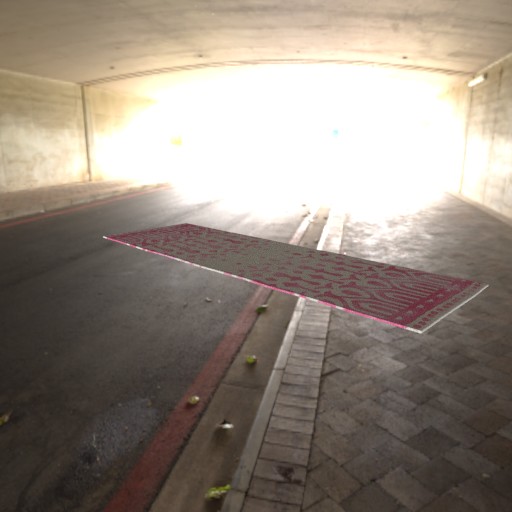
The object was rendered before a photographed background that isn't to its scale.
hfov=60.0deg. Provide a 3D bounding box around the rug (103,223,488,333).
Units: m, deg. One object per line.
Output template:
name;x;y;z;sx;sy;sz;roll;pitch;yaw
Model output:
rug;0.000;0.000;2.721;2.458;0.011;0.787;14;20;43
